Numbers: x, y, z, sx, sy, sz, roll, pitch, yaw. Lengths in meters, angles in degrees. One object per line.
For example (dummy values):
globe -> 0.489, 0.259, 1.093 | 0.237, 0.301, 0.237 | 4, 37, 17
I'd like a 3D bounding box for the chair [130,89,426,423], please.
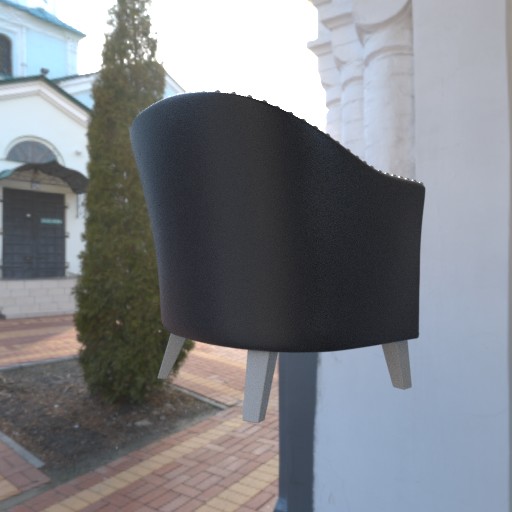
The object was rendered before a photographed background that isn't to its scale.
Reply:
chair -> 0.000, 0.000, 1.427 | 0.748, 0.823, 0.794 | 0, 0, -38
